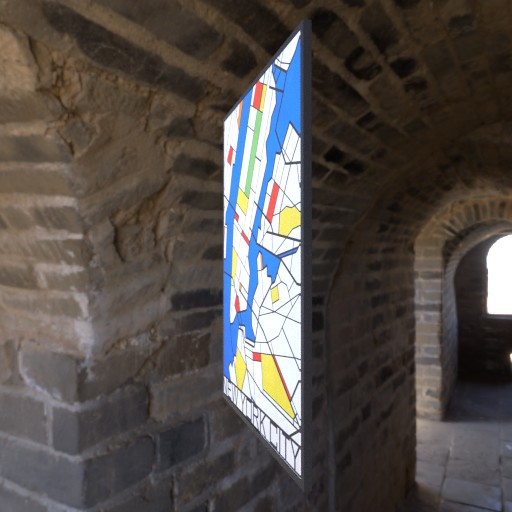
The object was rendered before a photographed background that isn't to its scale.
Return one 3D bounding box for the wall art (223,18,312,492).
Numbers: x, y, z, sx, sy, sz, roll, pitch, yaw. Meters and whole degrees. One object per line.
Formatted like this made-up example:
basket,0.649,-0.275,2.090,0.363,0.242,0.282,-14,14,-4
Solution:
wall art,0.000,0.000,0.837,0.013,0.660,0.460,0,-1,-18
